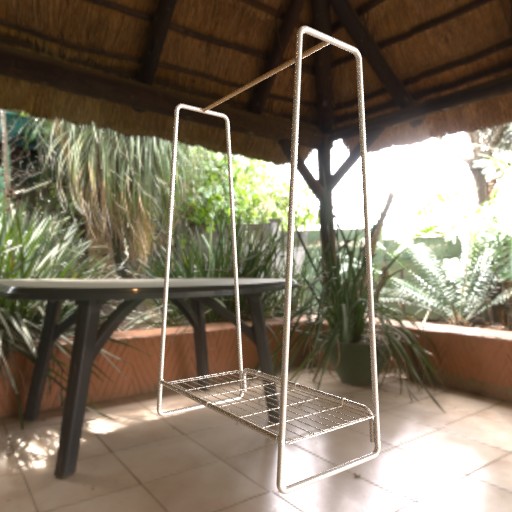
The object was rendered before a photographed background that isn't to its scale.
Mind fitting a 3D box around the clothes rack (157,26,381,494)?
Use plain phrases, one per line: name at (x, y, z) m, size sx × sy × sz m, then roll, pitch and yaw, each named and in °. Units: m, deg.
clothes rack at (0.000, 0.000, 1.874) m, size 0.495 × 1.500 × 0.900 m, roll 1°, pitch -1°, yaw -37°
